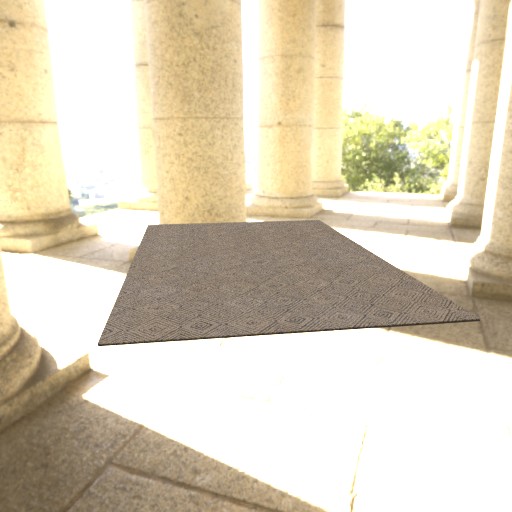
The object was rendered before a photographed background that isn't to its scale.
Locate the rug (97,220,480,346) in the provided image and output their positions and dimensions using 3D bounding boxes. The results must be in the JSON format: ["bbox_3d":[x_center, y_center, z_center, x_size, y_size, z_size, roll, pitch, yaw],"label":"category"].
[{"bbox_3d":[0.000,0.000,2.175,1.175,0.008,1.783,-2,15,-9],"label":"rug"}]
